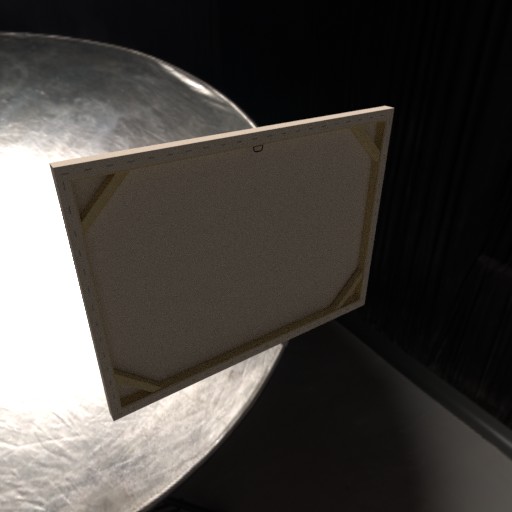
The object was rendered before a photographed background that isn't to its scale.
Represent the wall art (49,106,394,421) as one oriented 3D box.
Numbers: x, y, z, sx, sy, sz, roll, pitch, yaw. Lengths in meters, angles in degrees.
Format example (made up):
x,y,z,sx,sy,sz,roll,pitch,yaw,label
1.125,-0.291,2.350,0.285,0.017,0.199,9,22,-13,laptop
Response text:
x,y,z,sx,sy,sz,roll,pitch,yaw,label
0.000,0.000,1.349,1.016,0.762,0.038,-19,35,-29,wall art
